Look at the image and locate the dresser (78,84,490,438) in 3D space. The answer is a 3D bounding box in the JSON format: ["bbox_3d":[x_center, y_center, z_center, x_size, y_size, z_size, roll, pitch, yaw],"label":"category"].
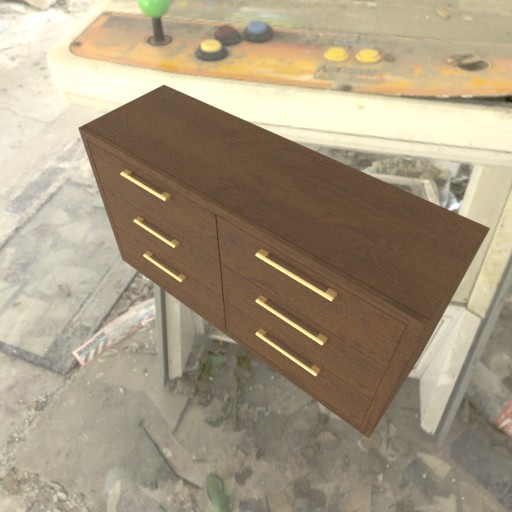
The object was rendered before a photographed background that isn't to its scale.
[{"bbox_3d":[0.000,0.000,1.941,1.523,0.889,0.512,31,55,25],"label":"dresser"}]
